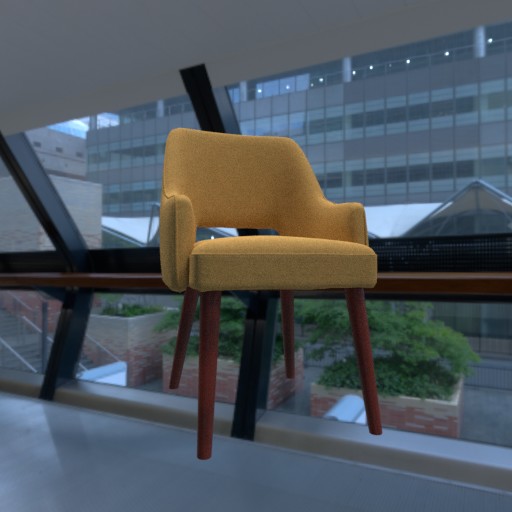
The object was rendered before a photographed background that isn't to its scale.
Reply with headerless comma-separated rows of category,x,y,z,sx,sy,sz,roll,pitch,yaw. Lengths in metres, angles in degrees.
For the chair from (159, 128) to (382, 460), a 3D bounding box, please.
chair,0.000,0.000,1.271,0.548,0.849,0.605,0,0,-18
